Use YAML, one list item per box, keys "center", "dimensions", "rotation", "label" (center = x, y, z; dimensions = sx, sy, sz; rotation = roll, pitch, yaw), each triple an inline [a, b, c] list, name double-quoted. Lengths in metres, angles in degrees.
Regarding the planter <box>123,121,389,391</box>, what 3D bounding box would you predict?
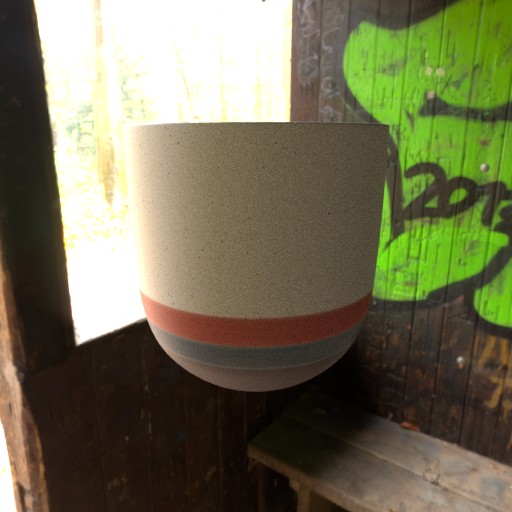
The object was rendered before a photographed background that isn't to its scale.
- center: [0.000, 0.000, 0.379]
  dimensions: [0.204, 0.214, 0.204]
  rotation: [0, 15, 0]
  label: "planter"
